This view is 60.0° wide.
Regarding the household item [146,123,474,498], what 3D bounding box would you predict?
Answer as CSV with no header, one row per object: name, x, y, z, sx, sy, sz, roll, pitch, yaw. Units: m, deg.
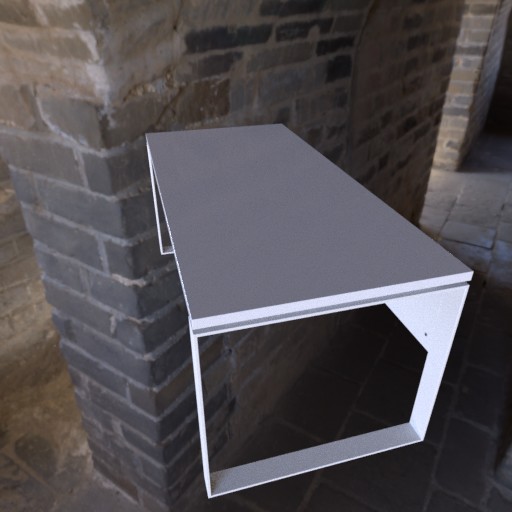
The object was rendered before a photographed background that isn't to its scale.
household item,0.000,0.000,2.053,0.800,0.745,1.700,-8,32,-13
